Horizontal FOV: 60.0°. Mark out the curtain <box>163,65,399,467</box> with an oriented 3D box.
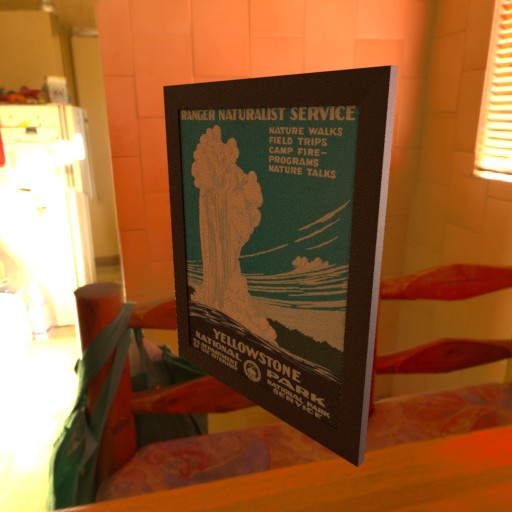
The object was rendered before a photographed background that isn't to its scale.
[{"bbox_3d":[0.000,0.000,0.785,0.027,0.585,0.483,-16,23,-42],"label":"curtain"}]
